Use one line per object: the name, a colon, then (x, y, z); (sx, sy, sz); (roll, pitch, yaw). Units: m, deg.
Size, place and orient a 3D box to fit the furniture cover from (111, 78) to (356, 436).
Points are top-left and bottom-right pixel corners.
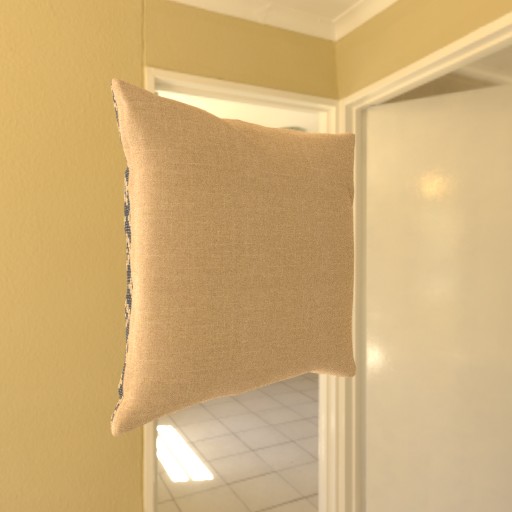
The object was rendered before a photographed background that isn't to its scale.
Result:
furniture cover: (0.000, 0.000, 0.659); (0.431, 0.431, 0.139); (0, 0, -37)
